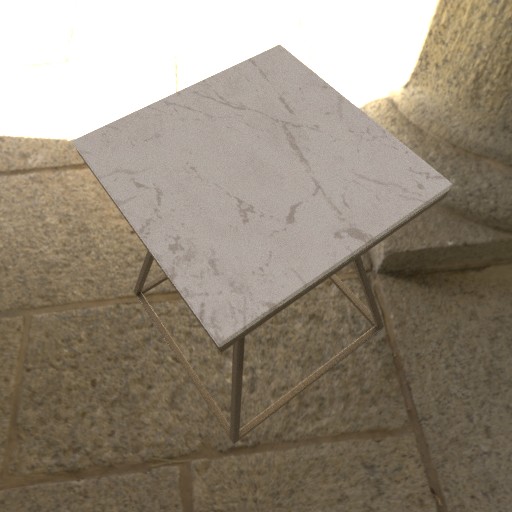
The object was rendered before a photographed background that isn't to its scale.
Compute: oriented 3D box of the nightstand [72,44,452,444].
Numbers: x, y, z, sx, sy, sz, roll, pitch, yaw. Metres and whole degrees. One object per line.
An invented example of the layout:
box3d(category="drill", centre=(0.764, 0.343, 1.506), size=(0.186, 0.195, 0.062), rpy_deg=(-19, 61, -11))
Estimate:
box3d(category="nightstand", centre=(0.000, 0.000, 0.897), size=(0.455, 0.554, 0.455), rpy_deg=(-32, 65, -17))
